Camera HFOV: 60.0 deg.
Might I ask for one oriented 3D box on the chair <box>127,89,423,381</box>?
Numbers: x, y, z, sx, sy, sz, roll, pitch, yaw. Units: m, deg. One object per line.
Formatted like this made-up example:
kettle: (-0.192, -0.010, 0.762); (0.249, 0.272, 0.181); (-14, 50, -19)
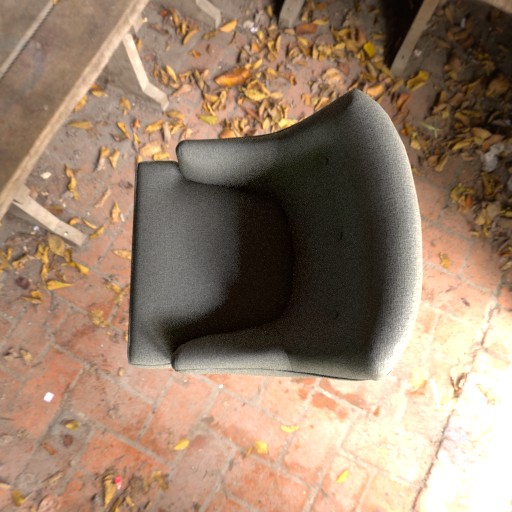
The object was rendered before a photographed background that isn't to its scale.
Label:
chair: (0.000, 0.000, 1.610); (0.923, 0.856, 0.864); (-1, 77, 0)
